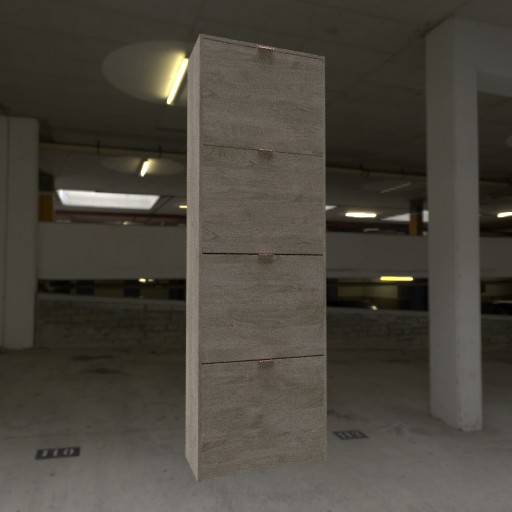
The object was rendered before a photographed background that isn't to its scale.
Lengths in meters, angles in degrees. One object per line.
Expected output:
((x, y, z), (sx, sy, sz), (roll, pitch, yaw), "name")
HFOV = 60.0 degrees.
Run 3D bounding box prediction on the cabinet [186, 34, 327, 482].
((0.000, 0.000, 1.801), (0.520, 1.630, 0.250), (1, -2, -20), "cabinet")
